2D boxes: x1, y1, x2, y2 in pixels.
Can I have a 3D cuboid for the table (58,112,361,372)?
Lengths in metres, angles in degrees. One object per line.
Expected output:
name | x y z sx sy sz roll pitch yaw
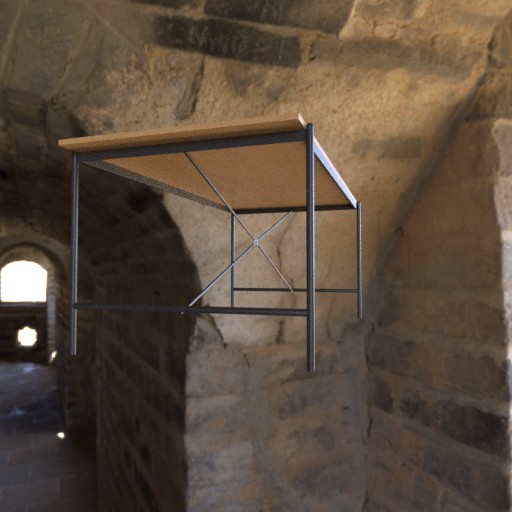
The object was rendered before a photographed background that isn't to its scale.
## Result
table | 0.000 0.000 2.248 0.900 0.758 1.800 -1 -2 18
